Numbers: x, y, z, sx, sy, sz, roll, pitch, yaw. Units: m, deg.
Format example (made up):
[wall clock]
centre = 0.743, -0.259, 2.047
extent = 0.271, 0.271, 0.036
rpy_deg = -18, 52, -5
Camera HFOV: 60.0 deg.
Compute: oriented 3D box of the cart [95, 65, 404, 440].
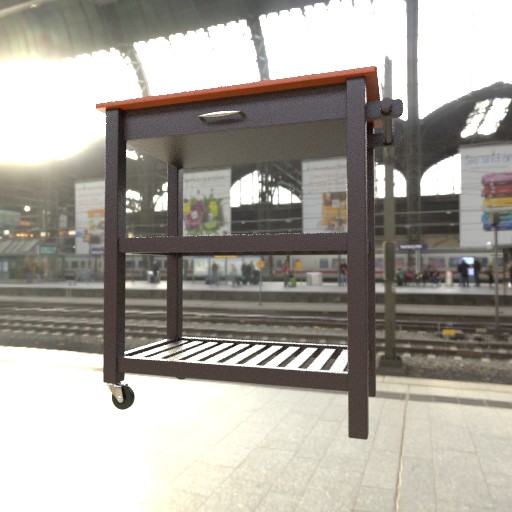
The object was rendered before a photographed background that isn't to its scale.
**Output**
[cart]
centre = 0.000, 0.000, 1.418
extent = 0.899, 0.927, 0.457
rpy_deg = -1, -2, 18
